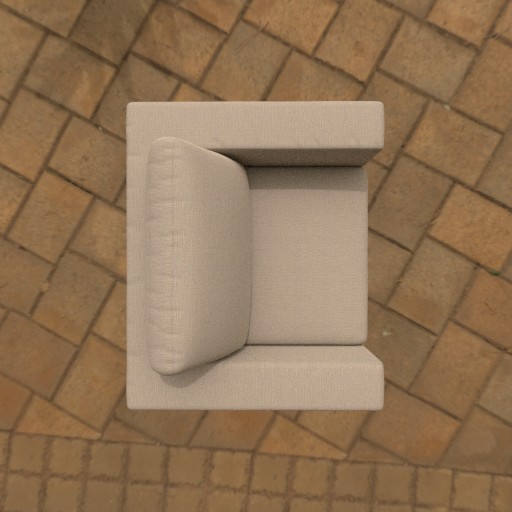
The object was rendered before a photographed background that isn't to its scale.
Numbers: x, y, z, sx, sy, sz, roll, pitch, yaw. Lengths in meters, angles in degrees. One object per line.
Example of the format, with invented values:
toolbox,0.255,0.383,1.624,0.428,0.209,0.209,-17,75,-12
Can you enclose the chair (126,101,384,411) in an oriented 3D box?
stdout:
chair,0.000,0.000,1.795,0.957,0.878,1.150,0,90,0
